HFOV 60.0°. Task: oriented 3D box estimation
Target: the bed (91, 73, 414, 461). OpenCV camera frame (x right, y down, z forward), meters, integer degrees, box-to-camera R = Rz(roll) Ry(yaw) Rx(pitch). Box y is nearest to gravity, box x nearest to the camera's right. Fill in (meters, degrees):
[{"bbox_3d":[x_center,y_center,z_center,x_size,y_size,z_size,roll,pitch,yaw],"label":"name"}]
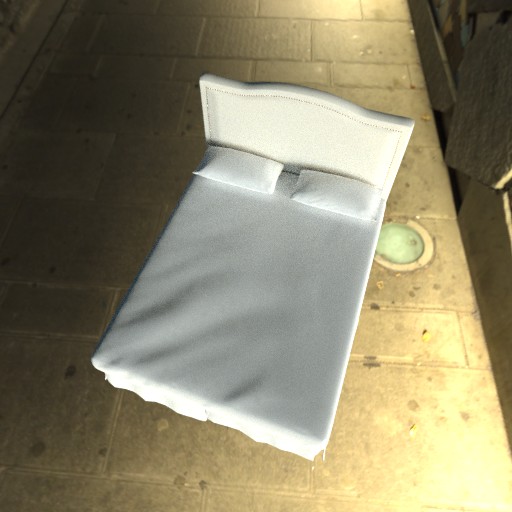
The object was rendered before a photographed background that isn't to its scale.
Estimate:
[{"bbox_3d":[0.000,0.000,3.373,1.821,1.436,2.282,16,59,10],"label":"bed"}]
